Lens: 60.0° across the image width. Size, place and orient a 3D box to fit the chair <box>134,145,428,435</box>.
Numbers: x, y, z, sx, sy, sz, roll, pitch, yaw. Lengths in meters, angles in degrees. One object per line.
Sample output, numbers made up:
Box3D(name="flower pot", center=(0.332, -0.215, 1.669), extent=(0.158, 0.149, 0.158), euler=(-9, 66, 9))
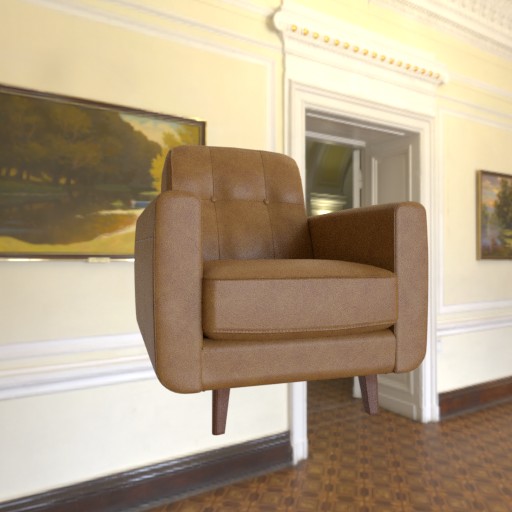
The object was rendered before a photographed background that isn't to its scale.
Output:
Box3D(name="chair", center=(0.000, 0.000, 1.664), extent=(0.845, 0.968, 0.942), euler=(0, 0, -18))
